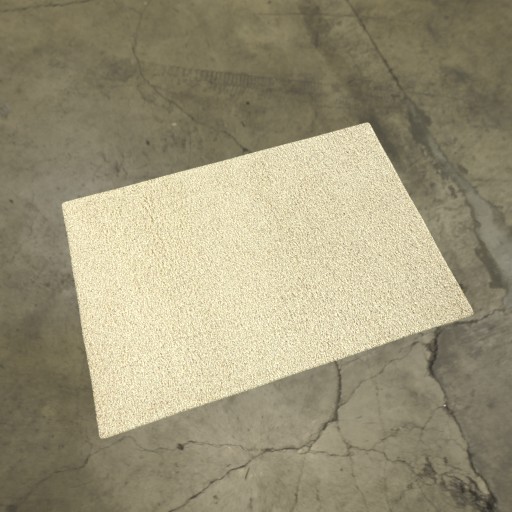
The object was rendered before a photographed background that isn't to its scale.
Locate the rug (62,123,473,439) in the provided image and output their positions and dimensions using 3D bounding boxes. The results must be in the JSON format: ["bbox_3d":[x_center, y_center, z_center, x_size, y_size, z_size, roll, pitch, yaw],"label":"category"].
[{"bbox_3d":[0.000,0.000,2.227,1.778,0.030,1.219,-16,66,-7],"label":"rug"}]
